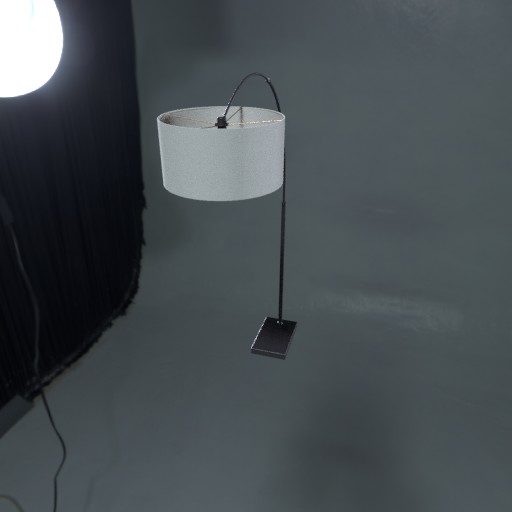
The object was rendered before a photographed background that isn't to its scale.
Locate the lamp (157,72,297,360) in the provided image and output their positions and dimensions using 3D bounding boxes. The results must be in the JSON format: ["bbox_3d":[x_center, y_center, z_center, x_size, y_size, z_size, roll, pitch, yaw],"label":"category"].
[{"bbox_3d":[0.000,0.000,2.509,0.493,1.927,1.424,8,28,15],"label":"lamp"}]
